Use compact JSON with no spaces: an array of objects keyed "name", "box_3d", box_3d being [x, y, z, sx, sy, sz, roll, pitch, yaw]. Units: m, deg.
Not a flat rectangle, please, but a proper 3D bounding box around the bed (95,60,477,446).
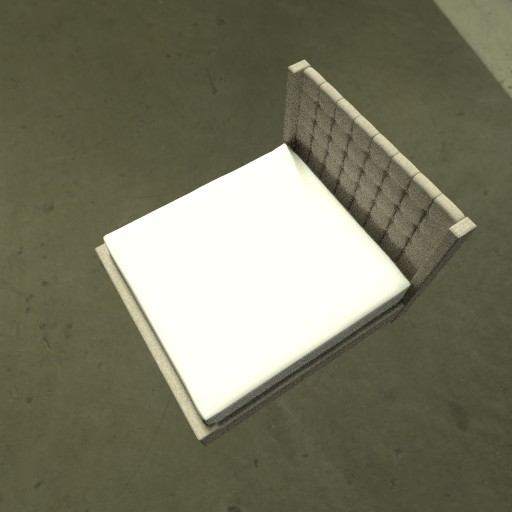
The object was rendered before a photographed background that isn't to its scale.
[{"name":"bed","box_3d":[0.000,0.000,3.928,2.372,1.748,2.044,-30,66,-15]}]
